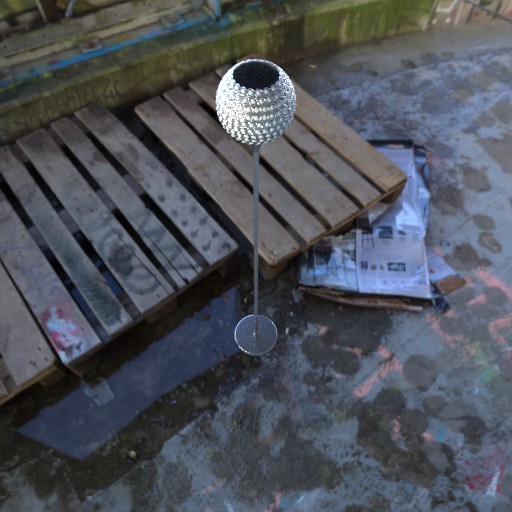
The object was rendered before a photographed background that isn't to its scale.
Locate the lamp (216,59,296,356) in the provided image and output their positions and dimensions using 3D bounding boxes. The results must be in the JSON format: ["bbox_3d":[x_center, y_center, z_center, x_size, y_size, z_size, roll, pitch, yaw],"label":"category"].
[{"bbox_3d":[0.000,0.000,1.945,0.254,1.805,0.254,0,57,0],"label":"lamp"}]
